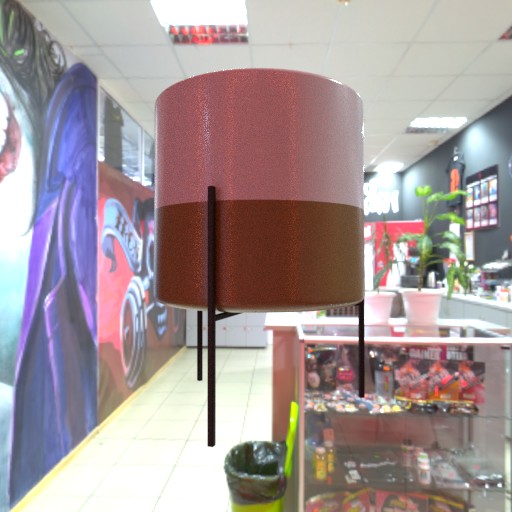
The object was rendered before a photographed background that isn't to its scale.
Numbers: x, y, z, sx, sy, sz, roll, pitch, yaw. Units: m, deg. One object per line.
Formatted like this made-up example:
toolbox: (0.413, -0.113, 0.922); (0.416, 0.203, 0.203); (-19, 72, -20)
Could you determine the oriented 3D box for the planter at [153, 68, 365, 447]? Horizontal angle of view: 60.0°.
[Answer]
planter: (0.000, 0.000, 0.652); (0.310, 0.432, 0.310); (0, -1, 35)
